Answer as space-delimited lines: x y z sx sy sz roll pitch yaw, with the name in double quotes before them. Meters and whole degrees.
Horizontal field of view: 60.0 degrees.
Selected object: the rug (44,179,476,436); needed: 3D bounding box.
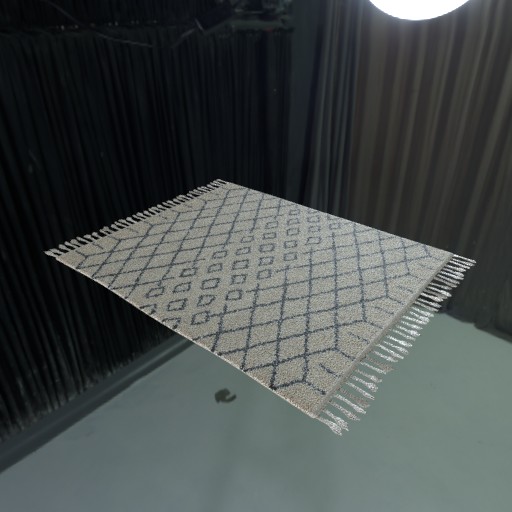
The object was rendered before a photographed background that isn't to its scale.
"rug" 0.000 0.000 4.085 3.213 0.030 2.388 23 38 33
